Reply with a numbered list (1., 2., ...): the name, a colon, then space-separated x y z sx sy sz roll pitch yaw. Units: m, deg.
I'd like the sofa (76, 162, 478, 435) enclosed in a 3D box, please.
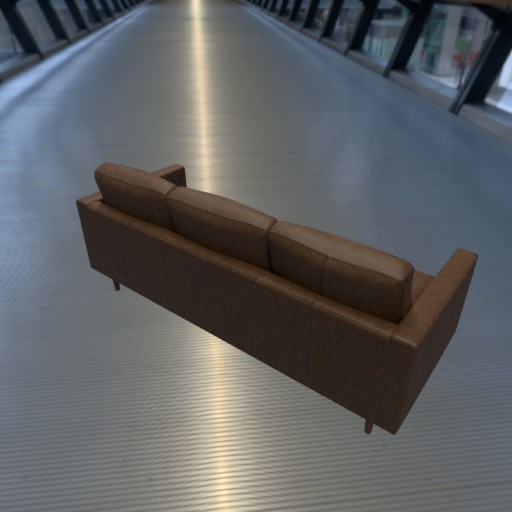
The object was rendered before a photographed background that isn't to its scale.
1. sofa: 0.000 0.000 2.667 2.231 0.930 0.903 22 37 32
